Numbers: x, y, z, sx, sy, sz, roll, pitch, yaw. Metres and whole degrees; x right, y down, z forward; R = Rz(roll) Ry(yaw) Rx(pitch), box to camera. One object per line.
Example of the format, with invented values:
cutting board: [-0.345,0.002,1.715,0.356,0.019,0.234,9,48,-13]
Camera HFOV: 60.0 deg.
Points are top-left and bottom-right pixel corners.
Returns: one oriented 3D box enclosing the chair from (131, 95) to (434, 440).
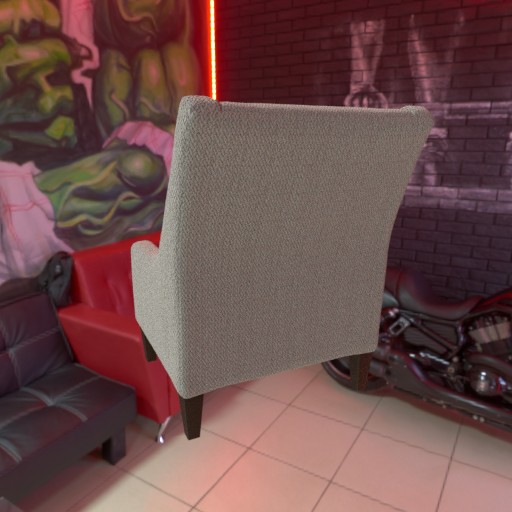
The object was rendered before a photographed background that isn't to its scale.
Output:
chair: [0.000,0.000,1.621,0.774,1.014,0.870,-7,16,-25]
